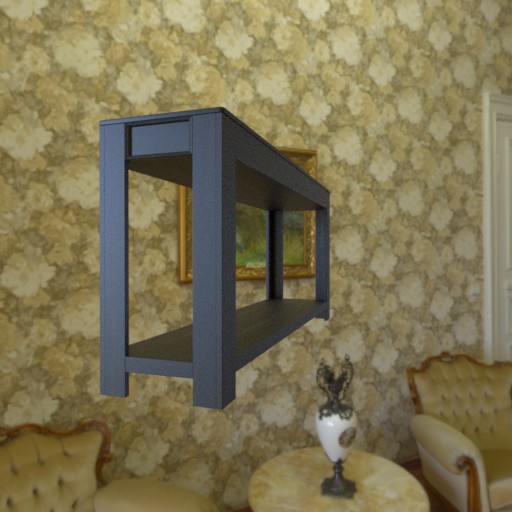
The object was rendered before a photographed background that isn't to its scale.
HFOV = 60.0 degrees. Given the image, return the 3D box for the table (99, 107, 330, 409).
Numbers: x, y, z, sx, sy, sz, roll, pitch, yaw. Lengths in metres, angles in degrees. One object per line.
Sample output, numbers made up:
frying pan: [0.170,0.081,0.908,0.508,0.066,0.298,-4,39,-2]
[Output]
table: [0.000,0.000,1.944,0.384,0.762,1.631,0,0,19]
